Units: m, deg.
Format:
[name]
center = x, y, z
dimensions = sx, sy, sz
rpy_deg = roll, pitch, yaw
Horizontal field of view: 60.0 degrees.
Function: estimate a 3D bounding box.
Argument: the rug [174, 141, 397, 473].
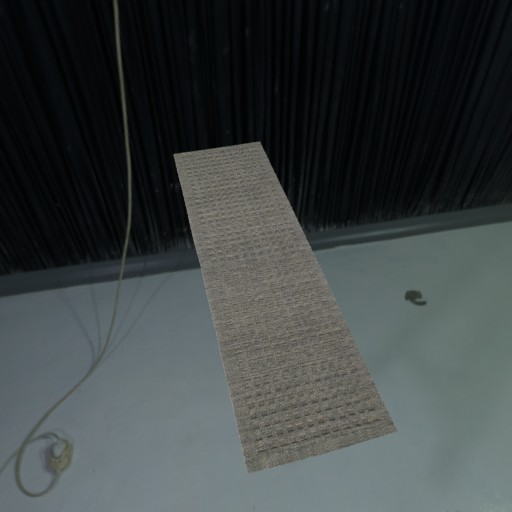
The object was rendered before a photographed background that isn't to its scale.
[rug]
center = 0.000, 0.000, 2.753
dimensions = 0.706, 0.009, 2.443
rpy_deg = -11, 48, -10
